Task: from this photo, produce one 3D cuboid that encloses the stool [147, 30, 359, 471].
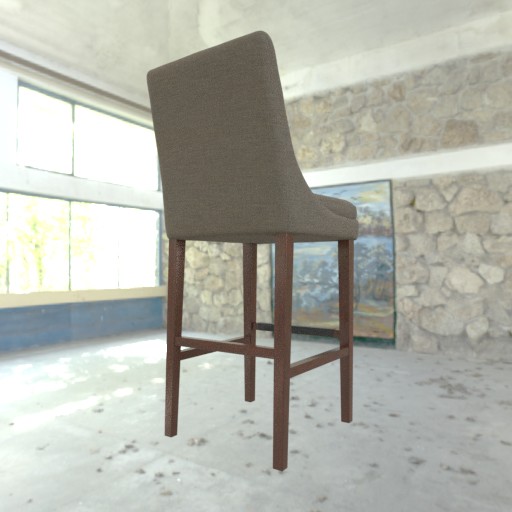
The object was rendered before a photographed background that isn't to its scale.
[{"bbox_3d":[0.000,0.000,1.375,0.470,1.078,0.577,-1,-2,35],"label":"stool"}]
